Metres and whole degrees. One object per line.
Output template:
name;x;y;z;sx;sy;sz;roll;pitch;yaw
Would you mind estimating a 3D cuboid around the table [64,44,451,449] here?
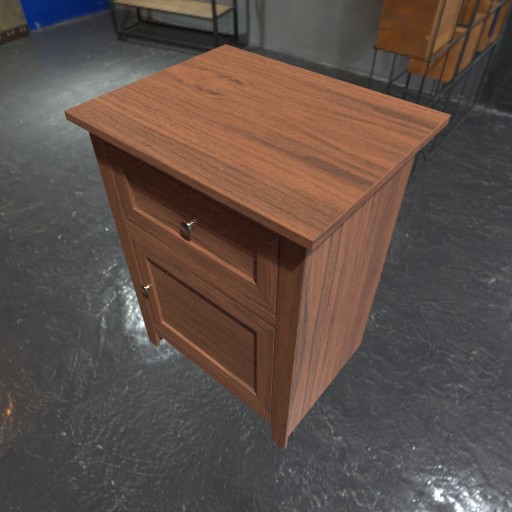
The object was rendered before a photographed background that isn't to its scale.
table;0.000;0.000;0.924;0.480;0.636;0.381;30;52;27
